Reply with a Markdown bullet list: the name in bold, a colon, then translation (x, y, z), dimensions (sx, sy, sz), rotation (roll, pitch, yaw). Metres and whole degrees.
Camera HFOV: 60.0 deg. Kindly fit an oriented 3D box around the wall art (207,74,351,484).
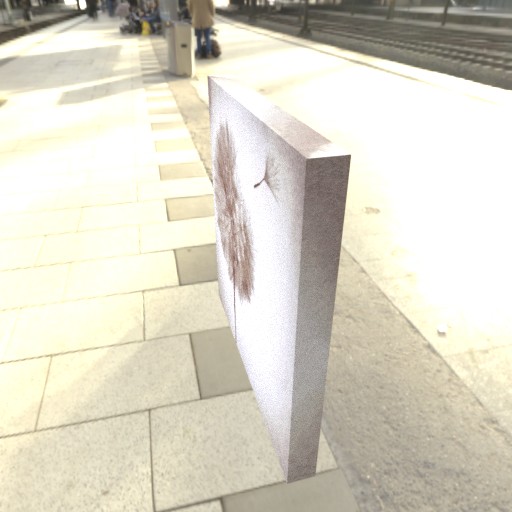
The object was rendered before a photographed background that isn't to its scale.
- **wall art**: translation (0.000, 0.000, 0.453), dimensions (0.028, 0.303, 0.303), rotation (-8, 32, -14)
